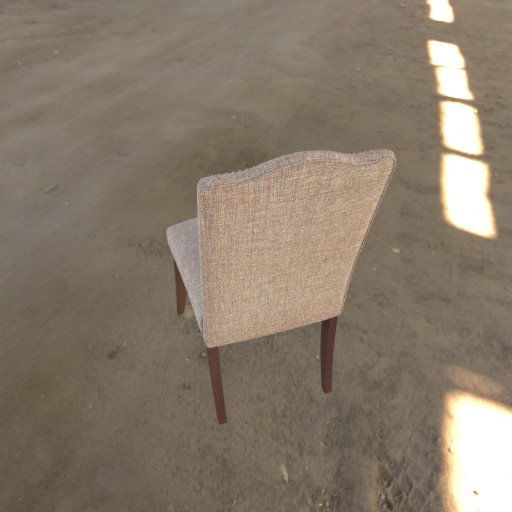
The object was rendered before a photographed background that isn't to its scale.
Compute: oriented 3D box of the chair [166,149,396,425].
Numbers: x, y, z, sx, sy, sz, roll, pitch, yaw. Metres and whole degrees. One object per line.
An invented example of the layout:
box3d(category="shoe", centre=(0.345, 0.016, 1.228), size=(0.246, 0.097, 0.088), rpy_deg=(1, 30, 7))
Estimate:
box3d(category="chair", centre=(0.000, 0.000, 1.430), size=(0.513, 1.016, 0.660), rpy_deg=(-12, 41, -14))
